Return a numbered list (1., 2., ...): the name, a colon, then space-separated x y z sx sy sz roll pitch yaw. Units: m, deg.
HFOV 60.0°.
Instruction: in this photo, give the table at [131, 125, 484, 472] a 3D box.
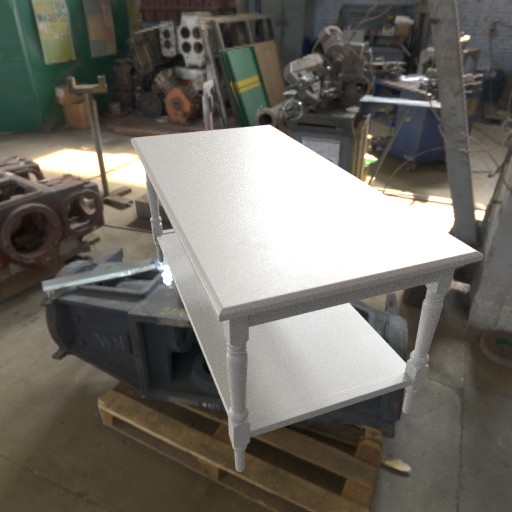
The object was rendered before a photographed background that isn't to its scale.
1. table: 0.000 0.000 1.371 0.551 0.506 1.109 -11 32 -18
